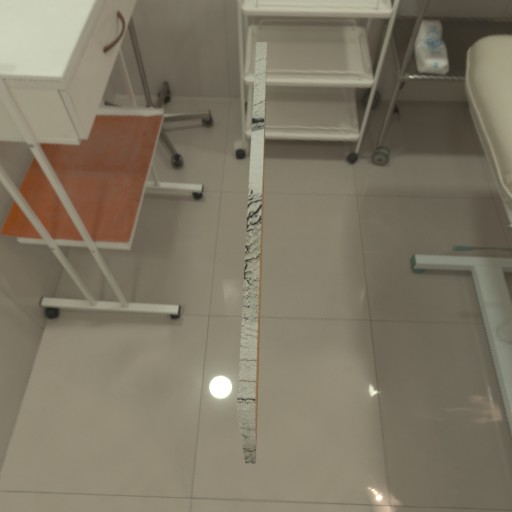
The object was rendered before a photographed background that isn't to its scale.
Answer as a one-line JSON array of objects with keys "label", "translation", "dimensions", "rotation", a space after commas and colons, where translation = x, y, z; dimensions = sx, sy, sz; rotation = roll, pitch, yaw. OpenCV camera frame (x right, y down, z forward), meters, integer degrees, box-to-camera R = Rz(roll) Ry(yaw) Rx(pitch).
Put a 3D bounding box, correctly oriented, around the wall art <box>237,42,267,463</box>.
[{"label": "wall art", "translation": [0.000, 0.000, 1.440], "dimensions": [0.035, 0.758, 1.141], "rotation": [2, 58, 1]}]
